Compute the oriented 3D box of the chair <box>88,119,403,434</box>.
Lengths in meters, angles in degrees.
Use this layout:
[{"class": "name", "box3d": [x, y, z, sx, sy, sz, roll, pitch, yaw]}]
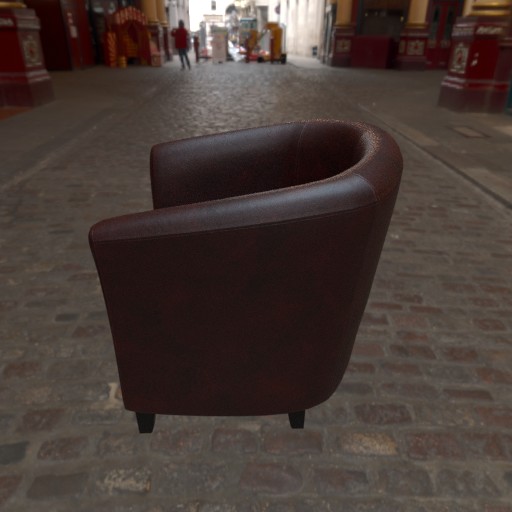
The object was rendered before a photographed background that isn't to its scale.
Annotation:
[{"class": "chair", "box3d": [0.000, 0.000, 1.351, 0.727, 0.756, 0.792, -1, 27, -2]}]
